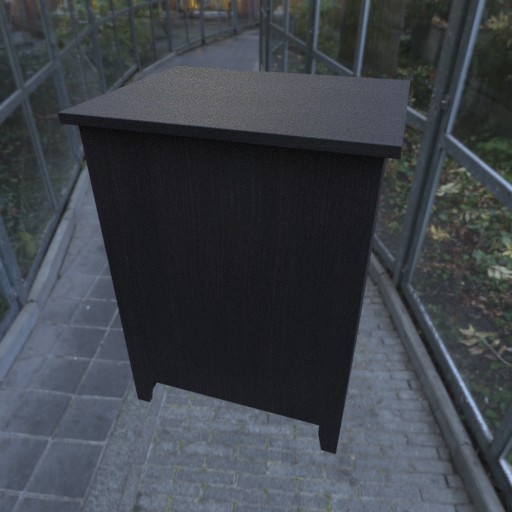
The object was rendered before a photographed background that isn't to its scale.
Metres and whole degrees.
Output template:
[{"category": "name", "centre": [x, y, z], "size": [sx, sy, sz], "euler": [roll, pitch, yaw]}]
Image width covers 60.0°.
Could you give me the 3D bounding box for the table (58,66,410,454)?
[{"category": "table", "centre": [0.000, 0.000, 0.903], "size": [0.480, 0.635, 0.381], "euler": [10, 34, 15]}]
